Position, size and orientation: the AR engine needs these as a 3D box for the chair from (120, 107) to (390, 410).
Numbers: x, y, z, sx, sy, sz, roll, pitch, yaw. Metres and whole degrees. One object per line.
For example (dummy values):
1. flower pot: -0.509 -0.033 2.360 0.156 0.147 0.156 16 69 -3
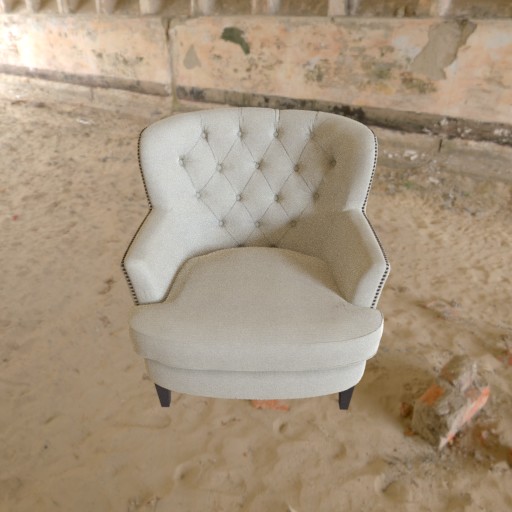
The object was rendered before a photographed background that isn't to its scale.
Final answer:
1. chair: 0.000 0.000 1.594 0.848 0.868 0.906 1 30 1
